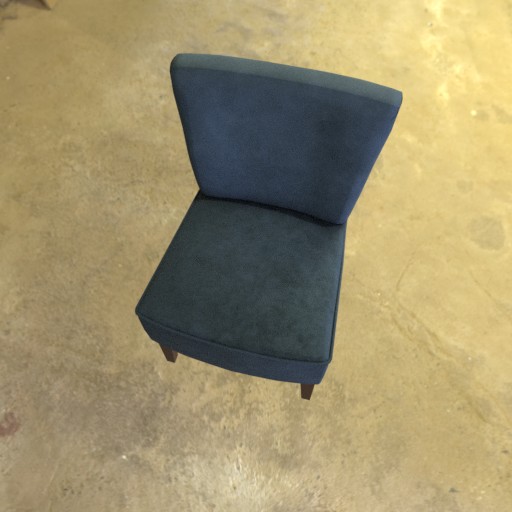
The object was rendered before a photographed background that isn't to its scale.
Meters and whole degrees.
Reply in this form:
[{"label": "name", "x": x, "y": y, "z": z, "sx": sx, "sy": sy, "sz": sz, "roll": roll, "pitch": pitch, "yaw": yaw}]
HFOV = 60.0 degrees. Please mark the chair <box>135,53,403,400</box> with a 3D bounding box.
[{"label": "chair", "x": 0.000, "y": 0.000, "z": 1.196, "sx": 0.521, "sy": 0.806, "sz": 0.551, "roll": 13, "pitch": 59, "yaw": 8}]
